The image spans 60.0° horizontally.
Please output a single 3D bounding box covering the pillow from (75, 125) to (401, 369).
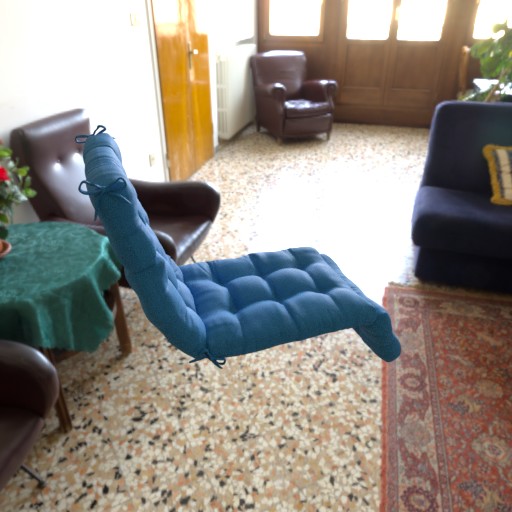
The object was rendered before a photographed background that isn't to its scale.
[{"bbox_3d":[0.000,0.000,1.523,1.016,0.863,0.526,-10,32,-18],"label":"pillow"}]
